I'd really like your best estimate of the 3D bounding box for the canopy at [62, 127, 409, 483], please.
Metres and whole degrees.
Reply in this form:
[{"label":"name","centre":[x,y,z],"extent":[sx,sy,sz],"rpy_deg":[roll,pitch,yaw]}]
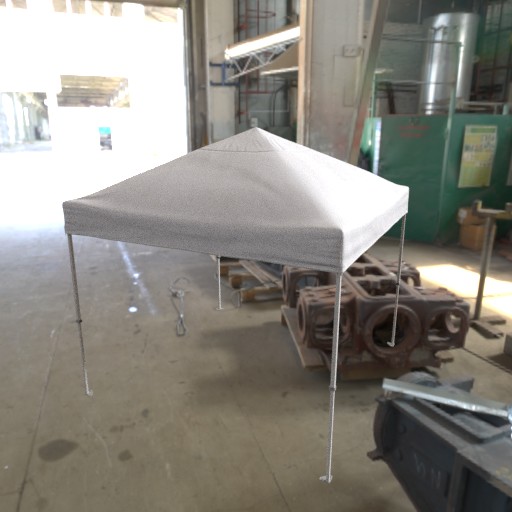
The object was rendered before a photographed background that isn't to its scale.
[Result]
[{"label":"canopy","centre":[0.000,0.000,5.371],"extent":[2.998,2.997,2.996],"rpy_deg":[8,18,26]}]
